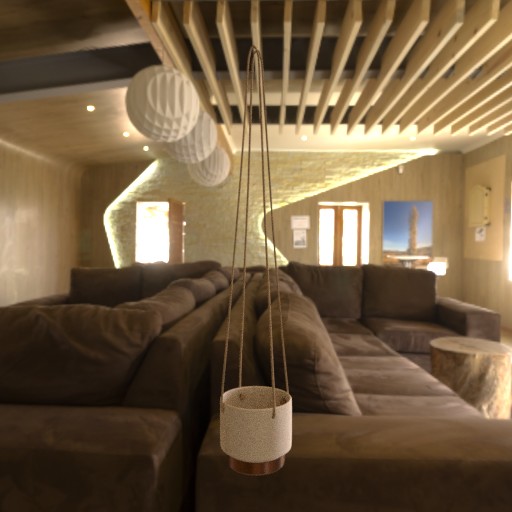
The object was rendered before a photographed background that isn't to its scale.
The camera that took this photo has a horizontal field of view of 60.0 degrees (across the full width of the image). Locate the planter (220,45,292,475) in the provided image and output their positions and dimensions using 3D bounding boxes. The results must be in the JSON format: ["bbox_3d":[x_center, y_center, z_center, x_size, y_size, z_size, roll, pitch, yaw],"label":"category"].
[{"bbox_3d":[0.000,0.000,0.902,0.146,0.841,0.146,0,1,18],"label":"planter"}]
